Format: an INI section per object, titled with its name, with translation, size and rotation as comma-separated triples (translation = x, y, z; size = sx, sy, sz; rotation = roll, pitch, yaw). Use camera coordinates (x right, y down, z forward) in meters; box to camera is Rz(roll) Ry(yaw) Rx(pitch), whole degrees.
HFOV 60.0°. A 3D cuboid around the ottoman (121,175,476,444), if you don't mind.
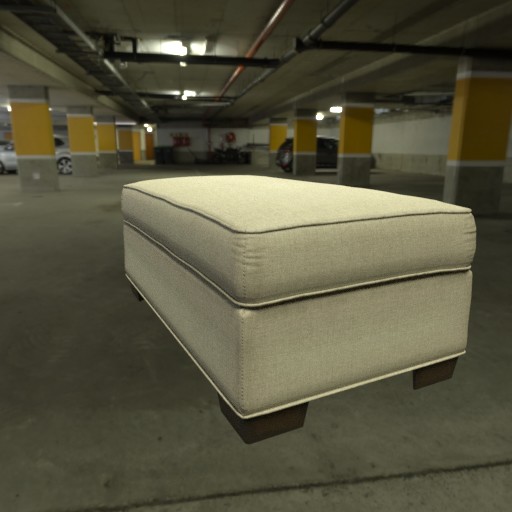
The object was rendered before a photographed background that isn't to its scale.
[ottoman]
translation = 0.000, 0.000, 1.383
size = 0.617, 0.461, 1.097
rotation = -7, 15, -26
